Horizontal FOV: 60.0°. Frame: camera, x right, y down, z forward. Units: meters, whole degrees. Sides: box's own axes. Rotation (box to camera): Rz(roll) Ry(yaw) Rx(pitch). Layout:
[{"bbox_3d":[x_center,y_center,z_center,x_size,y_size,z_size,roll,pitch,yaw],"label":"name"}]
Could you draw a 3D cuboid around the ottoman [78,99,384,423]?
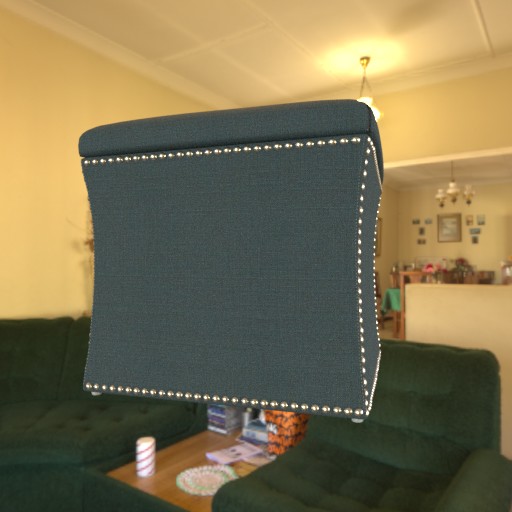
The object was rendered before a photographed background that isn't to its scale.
[{"bbox_3d":[0.000,0.000,0.896,0.497,0.475,0.507,0,-1,18],"label":"ottoman"}]
